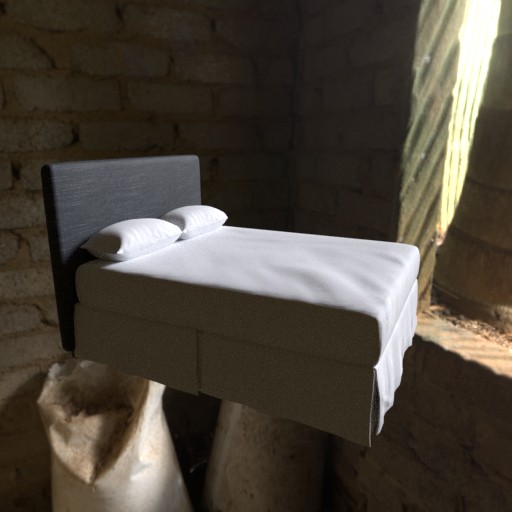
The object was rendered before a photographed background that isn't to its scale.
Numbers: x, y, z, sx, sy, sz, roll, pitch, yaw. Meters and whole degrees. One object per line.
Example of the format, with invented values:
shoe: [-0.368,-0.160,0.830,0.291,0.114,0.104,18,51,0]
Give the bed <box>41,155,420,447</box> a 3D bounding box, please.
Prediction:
bed: [0.000,0.000,3.150,2.142,1.330,1.723,7,17,25]
